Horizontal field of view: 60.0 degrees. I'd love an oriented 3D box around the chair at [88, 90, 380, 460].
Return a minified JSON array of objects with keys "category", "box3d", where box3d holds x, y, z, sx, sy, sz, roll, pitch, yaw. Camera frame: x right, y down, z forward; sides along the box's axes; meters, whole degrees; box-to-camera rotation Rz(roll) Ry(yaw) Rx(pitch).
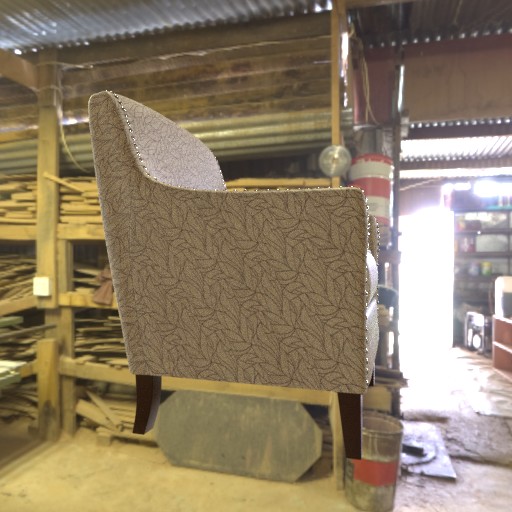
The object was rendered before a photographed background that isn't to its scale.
[{"category":"chair","box3d":[0.000,0.000,1.244,0.651,0.816,0.623,0,0,17]}]
